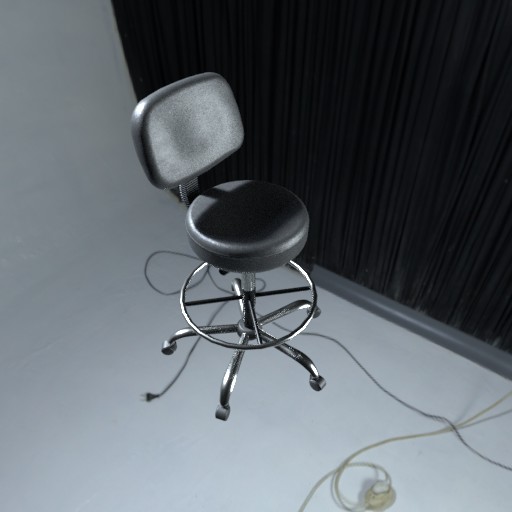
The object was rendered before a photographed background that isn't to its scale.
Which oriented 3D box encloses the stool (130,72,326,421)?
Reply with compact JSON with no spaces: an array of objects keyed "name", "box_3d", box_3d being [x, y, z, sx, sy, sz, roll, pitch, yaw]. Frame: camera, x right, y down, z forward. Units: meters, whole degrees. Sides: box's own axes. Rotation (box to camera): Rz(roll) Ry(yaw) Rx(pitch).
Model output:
[{"name":"stool","box_3d":[0.000,0.000,1.536,0.658,1.069,0.694,26,48,27]}]
